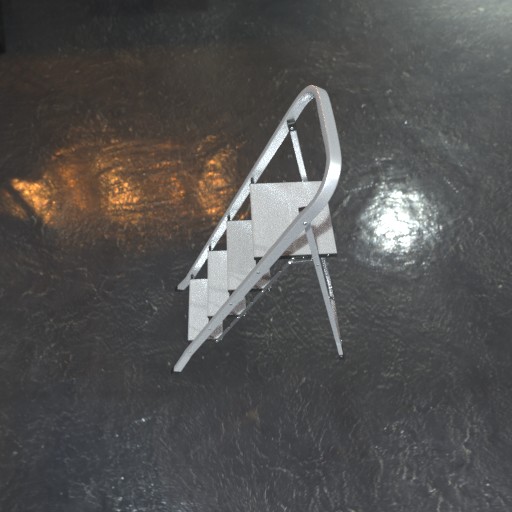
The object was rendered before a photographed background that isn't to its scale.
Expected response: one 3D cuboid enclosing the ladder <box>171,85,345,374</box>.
[{"bbox_3d":[0.000,0.000,1.683,0.830,1.290,0.465,-3,58,-2],"label":"ladder"}]
